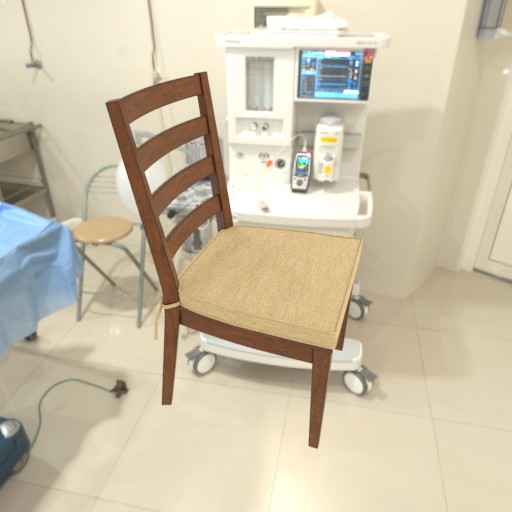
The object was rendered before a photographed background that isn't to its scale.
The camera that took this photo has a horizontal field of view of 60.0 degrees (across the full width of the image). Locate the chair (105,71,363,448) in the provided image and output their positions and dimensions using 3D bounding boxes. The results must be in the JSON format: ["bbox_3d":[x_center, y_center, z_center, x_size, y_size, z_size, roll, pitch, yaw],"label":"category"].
[{"bbox_3d":[0.000,0.000,1.367,0.595,0.979,0.593,10,32,16],"label":"chair"}]
